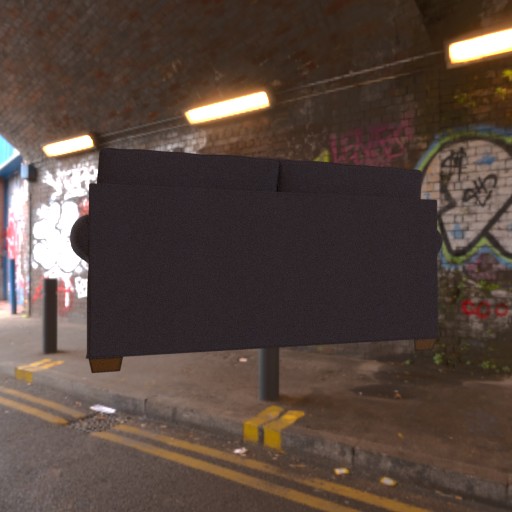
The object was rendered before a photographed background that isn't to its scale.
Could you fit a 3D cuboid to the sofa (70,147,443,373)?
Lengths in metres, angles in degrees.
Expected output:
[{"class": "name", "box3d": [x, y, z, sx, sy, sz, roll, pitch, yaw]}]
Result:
[{"class": "sofa", "box3d": [0.000, 0.000, 2.604, 2.009, 1.031, 0.951, 0, -1, -17]}]
